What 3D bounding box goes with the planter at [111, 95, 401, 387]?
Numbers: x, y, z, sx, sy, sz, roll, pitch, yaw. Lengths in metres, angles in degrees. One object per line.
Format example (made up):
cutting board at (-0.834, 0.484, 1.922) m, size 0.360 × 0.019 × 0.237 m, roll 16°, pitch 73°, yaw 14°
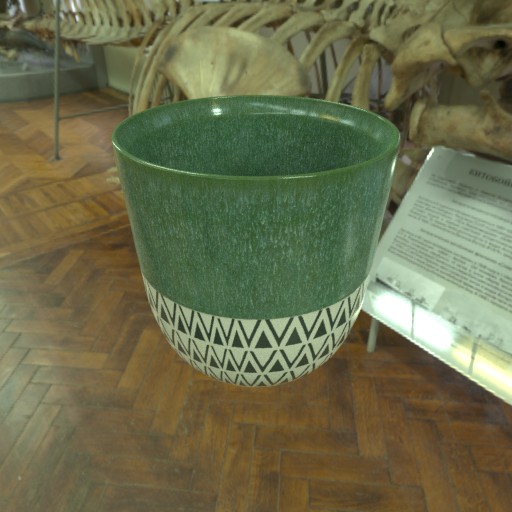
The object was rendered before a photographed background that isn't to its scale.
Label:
planter at (0.000, 0.000, 0.365) m, size 0.195 × 0.214 × 0.195 m, roll 0°, pitch 32°, yaw 0°
